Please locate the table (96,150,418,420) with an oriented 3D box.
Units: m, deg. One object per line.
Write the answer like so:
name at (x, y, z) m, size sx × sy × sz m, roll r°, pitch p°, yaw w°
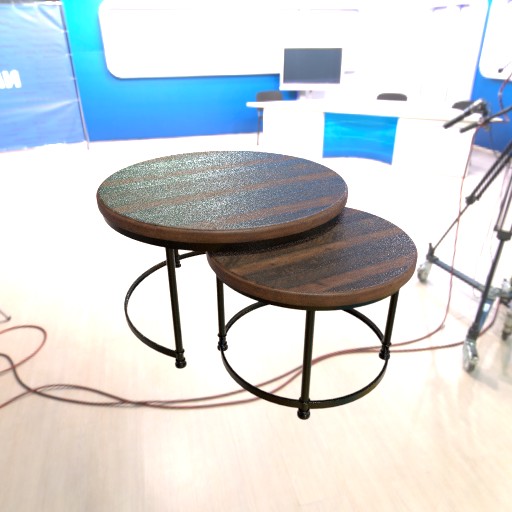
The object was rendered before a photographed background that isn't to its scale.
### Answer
table at (0.000, 0.000, 1.617) m, size 1.152 × 0.516 × 0.870 m, roll 19°, pitch 33°, yaw 32°
